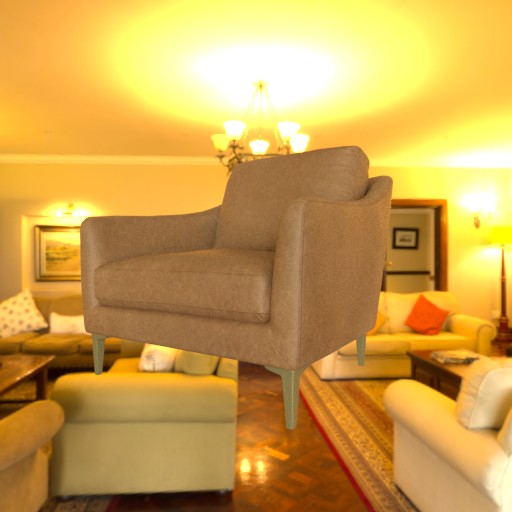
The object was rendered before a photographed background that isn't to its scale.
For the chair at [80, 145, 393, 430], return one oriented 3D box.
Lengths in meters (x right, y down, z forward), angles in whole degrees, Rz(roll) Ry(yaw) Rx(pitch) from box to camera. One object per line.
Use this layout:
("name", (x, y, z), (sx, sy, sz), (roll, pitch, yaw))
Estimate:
("chair", (0.000, 0.000, 1.749), (0.988, 0.895, 0.963), (0, 0, 37))
